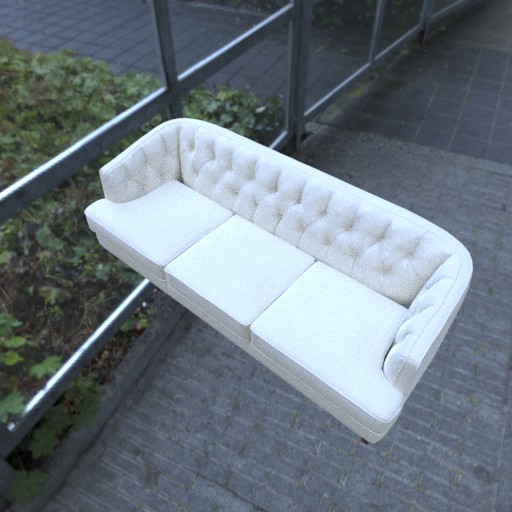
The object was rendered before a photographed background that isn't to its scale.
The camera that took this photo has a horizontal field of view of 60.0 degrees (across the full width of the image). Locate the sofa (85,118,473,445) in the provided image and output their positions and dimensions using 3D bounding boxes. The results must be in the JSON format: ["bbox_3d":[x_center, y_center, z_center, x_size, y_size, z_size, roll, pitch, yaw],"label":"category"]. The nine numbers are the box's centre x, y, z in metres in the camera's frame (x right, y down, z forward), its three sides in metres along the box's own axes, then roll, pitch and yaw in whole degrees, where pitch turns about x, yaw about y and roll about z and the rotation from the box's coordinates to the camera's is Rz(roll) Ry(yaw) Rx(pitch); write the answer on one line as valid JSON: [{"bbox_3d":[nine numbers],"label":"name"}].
[{"bbox_3d":[0.000,0.000,2.699,2.278,0.855,0.941,31,53,27],"label":"sofa"}]
